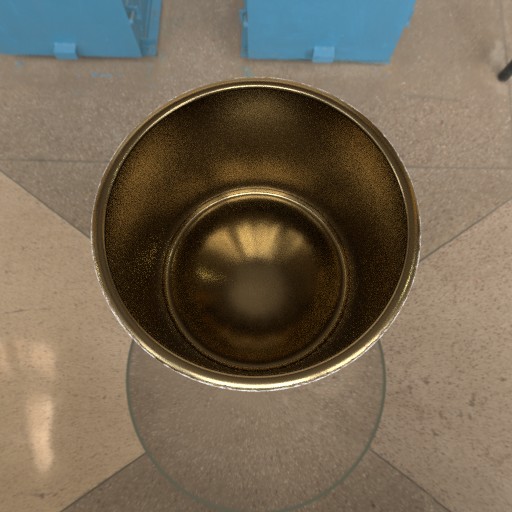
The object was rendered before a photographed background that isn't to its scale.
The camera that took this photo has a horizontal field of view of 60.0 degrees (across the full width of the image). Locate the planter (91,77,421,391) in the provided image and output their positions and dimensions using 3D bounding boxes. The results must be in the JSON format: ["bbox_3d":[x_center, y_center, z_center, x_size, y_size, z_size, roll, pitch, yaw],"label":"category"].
[{"bbox_3d":[0.000,0.000,0.309,0.178,0.157,0.178,0,75,0],"label":"planter"}]
